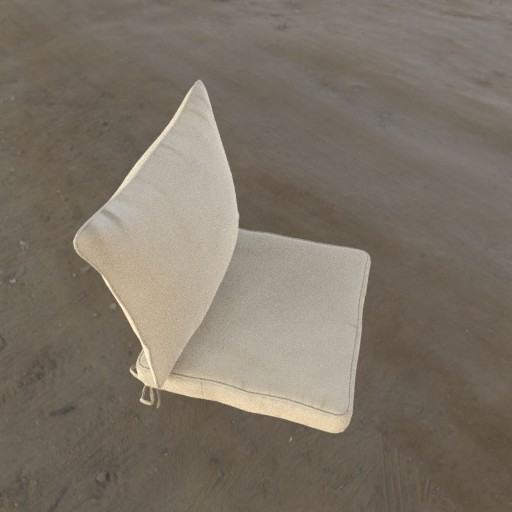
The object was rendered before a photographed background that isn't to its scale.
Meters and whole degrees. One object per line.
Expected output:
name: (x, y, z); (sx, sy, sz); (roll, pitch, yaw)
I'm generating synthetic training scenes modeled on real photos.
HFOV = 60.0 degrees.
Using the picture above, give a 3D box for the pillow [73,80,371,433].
pillow: (0.000, 0.000, 1.354); (0.733, 0.716, 0.798); (11, 47, 10)
